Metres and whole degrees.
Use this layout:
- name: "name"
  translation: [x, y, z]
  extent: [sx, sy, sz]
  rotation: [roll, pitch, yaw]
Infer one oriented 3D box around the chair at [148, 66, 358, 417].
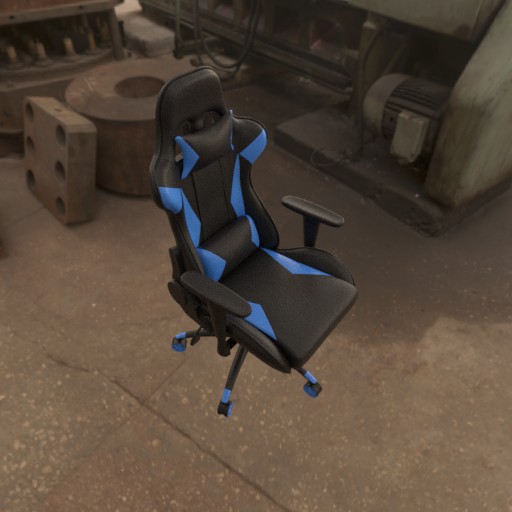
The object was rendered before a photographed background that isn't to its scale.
- name: "chair"
  translation: [0.000, 0.000, 1.713]
  extent: [0.730, 1.282, 0.695]
  rotation: [27, 48, 28]
